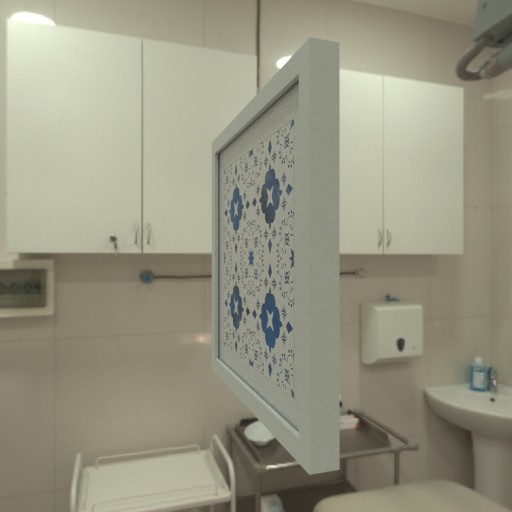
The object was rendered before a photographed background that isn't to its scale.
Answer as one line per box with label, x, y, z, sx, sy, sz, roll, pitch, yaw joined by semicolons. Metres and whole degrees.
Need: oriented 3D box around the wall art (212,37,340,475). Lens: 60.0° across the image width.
wall art;0.000;0.000;0.532;0.027;0.355;0.355;0;0;-19
